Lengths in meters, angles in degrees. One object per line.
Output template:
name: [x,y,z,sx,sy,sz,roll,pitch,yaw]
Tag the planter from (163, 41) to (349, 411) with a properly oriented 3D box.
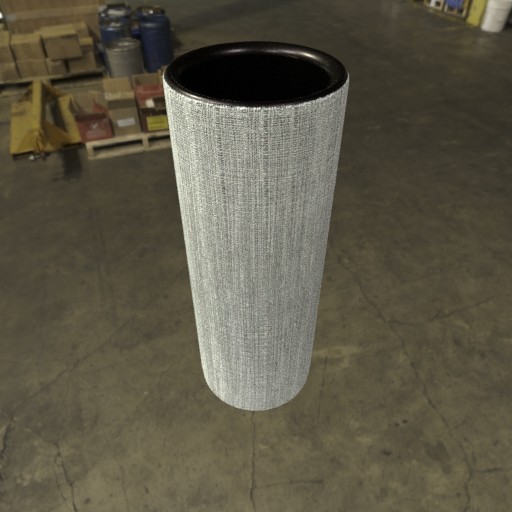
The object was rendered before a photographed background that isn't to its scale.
planter: [0.000,0.000,0.328,0.100,0.270,0.100,-14,43,-15]
